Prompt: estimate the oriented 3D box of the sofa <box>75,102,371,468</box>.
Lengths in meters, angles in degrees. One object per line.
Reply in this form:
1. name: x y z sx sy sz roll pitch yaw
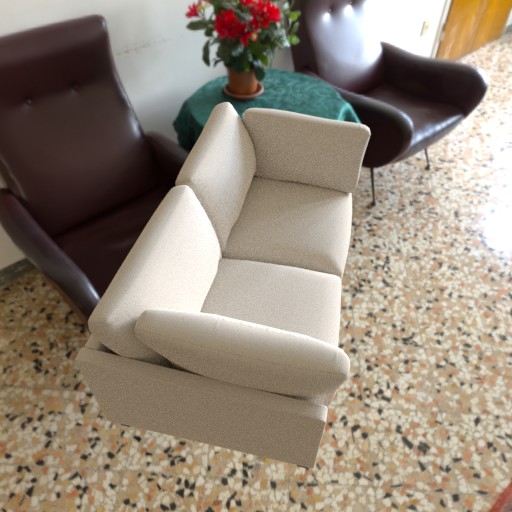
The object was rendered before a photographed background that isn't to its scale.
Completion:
1. sofa: 0.000 0.000 2.269 0.970 0.836 1.776 9 46 9
